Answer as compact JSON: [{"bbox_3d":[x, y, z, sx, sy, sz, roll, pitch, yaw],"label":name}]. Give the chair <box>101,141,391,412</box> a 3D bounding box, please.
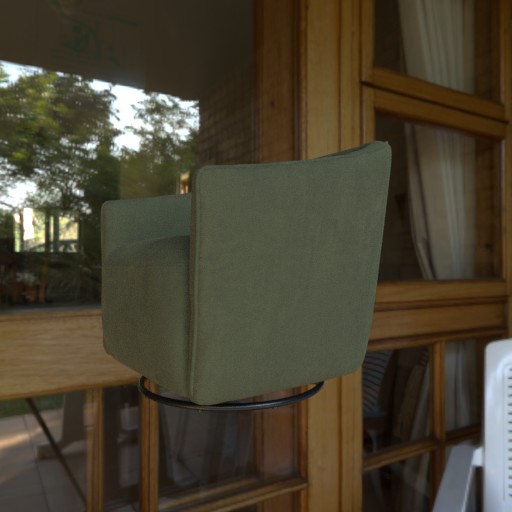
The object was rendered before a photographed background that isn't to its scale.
[{"bbox_3d":[0.000,0.000,1.455,0.875,0.799,0.747,0,-1,-36],"label":"chair"}]
